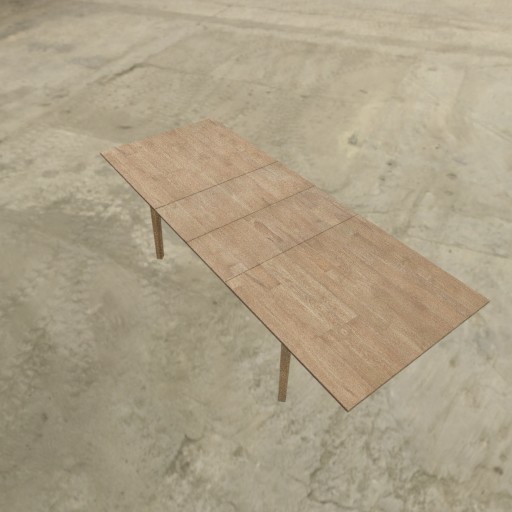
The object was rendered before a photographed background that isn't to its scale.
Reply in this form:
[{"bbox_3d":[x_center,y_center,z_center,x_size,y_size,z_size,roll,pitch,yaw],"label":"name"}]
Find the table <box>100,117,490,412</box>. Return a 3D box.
[{"bbox_3d":[0.000,0.000,3.035,1.000,0.752,2.603,-26,48,-26],"label":"table"}]
